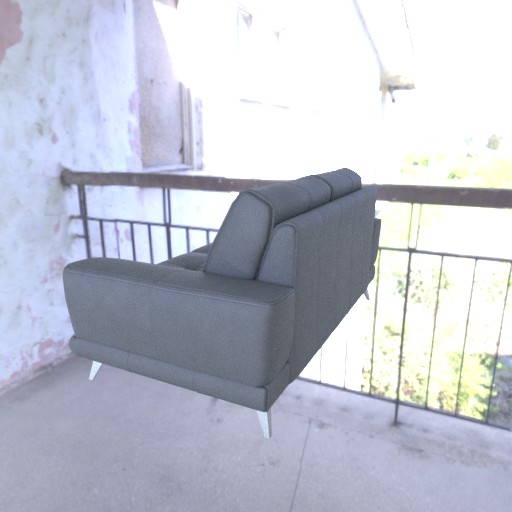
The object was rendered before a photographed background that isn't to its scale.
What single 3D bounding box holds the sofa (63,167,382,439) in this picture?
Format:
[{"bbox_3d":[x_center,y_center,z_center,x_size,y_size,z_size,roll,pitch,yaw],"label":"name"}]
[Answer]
[{"bbox_3d":[0.000,0.000,2.446,1.018,0.907,1.806,8,17,26],"label":"sofa"}]
